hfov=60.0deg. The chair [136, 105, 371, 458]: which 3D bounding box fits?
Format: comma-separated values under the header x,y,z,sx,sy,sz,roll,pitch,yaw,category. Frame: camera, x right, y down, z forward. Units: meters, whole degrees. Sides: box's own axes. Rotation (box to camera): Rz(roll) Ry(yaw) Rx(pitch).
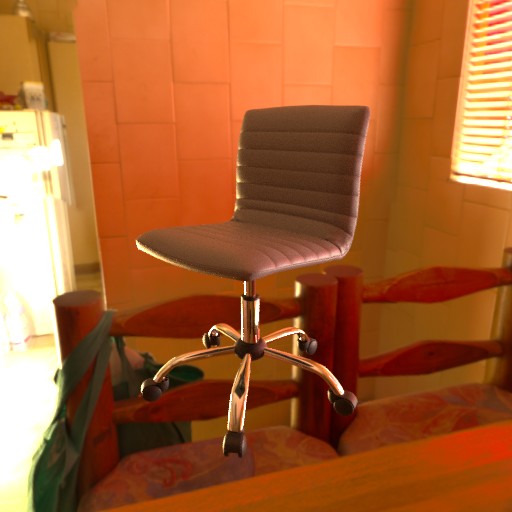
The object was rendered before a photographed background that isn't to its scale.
x,y,z,sx,sy,sz,roll,pitch,yaw,category
0.000,0.000,1.146,0.569,0.750,0.542,15,22,41,chair
